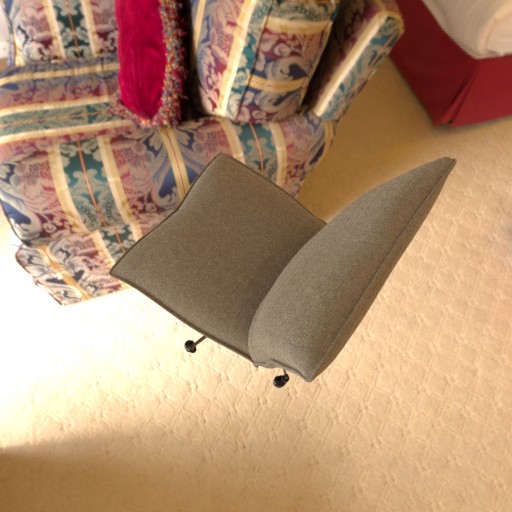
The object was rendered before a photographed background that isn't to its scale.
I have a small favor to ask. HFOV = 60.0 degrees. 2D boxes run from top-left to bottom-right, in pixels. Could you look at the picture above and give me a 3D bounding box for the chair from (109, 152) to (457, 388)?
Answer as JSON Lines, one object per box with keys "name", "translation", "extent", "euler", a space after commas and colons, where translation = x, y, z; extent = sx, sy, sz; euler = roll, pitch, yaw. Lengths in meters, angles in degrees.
{"name": "chair", "translation": [0.000, 0.000, 1.304], "extent": [0.696, 0.811, 0.597], "euler": [33, 68, 15]}
